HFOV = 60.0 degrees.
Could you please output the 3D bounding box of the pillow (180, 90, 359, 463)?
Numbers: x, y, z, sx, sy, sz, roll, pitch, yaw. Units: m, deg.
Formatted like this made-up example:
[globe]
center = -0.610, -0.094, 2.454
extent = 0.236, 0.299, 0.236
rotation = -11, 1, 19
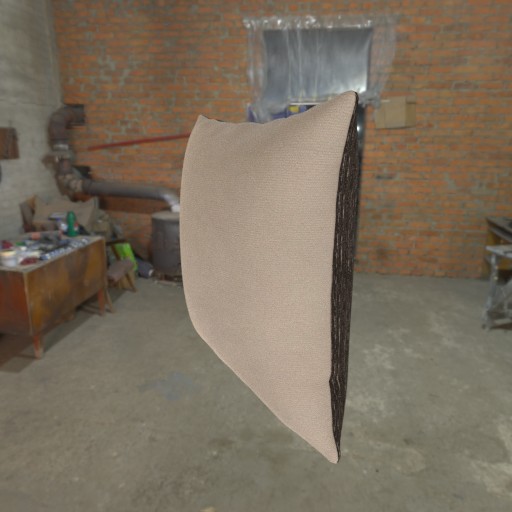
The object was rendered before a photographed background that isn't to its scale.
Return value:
[pillow]
center = 0.000, 0.000, 0.673
extent = 0.196, 0.434, 0.433
rotation = -7, 16, -27
